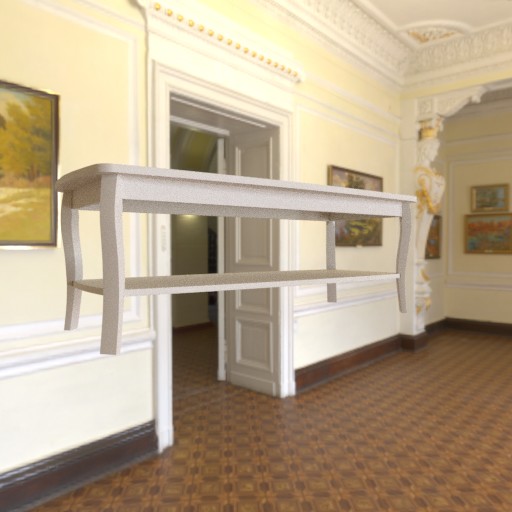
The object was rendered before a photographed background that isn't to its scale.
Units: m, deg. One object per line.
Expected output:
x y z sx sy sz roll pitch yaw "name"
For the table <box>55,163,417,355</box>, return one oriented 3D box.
0.000 0.000 1.644 1.334 0.474 0.561 -1 2 -36 "table"
